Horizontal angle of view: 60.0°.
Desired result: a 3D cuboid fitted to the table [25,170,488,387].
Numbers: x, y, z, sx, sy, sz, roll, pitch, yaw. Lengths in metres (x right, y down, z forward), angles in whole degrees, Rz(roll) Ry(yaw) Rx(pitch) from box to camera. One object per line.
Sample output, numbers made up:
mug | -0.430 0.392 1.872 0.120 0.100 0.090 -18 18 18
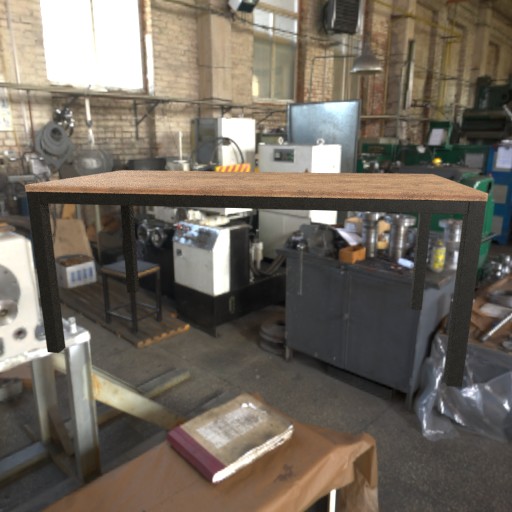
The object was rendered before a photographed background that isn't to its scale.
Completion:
table | 0.000 0.000 2.227 1.805 0.767 0.893 2 15 9
